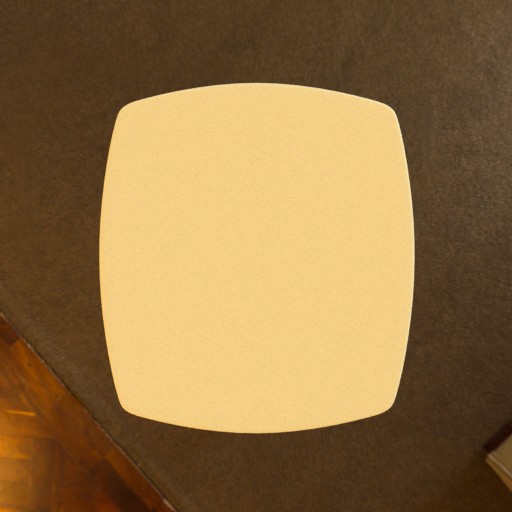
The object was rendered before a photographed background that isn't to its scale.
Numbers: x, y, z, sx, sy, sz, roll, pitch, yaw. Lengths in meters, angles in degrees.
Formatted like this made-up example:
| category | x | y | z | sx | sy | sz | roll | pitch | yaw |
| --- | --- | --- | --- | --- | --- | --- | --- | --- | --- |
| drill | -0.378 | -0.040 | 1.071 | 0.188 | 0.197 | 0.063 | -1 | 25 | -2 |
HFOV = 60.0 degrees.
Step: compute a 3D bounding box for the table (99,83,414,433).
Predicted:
| category | x | y | z | sx | sy | sz | roll | pitch | yaw |
| --- | --- | --- | --- | --- | --- | --- | --- | --- | --- |
| table | 0.000 | 0.000 | 0.852 | 0.451 | 0.438 | 0.502 | 0 | 91 | -1 |
